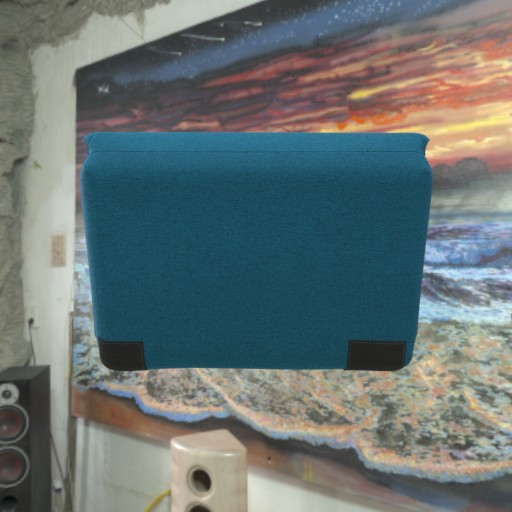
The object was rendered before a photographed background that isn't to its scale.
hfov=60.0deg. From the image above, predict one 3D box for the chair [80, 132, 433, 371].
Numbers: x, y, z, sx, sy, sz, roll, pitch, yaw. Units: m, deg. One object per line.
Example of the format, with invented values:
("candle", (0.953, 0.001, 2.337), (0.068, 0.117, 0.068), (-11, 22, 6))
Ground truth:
("chair", (0.000, 0.000, 1.331), (0.820, 0.580, 0.780), (0, -1, 0))
